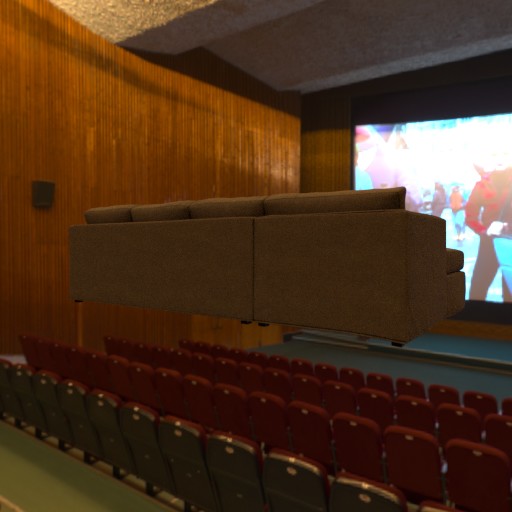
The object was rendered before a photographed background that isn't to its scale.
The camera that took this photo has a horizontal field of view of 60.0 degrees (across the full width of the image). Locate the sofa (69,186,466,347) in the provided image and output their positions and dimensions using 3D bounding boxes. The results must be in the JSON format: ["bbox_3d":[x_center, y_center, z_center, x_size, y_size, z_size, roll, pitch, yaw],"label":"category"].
[{"bbox_3d":[0.000,0.000,3.934,3.205,0.922,1.650,1,2,35],"label":"sofa"}]
